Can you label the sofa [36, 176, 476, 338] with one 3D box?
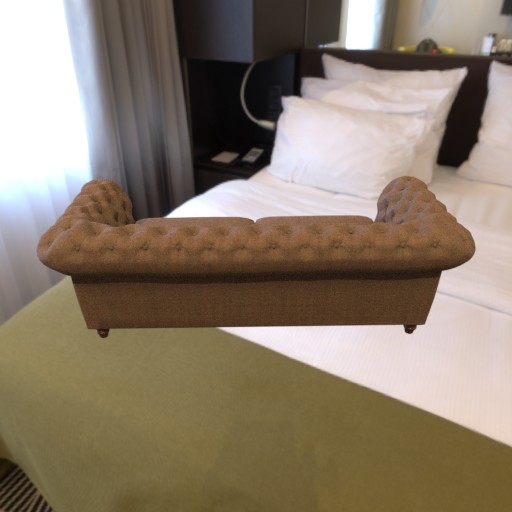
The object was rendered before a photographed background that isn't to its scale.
[{"bbox_3d":[0.000,0.000,2.836,2.385,0.787,0.944,-1,31,-1],"label":"sofa"}]
